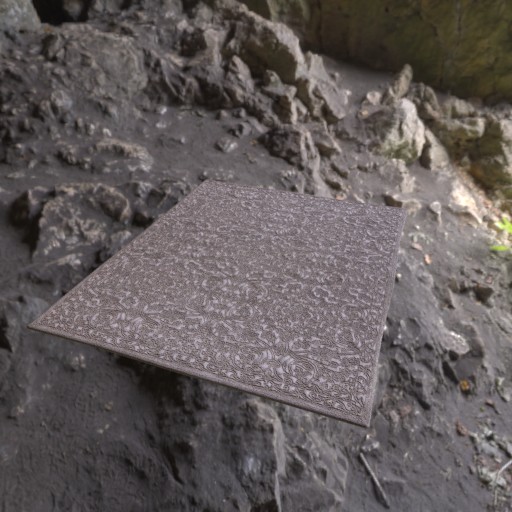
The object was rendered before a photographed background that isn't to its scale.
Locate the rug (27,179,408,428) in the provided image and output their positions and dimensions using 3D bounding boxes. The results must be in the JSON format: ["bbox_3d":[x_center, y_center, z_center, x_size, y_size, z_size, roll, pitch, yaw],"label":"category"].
[{"bbox_3d":[0.000,0.000,4.064,2.472,0.035,3.017,11,34,17],"label":"rug"}]
